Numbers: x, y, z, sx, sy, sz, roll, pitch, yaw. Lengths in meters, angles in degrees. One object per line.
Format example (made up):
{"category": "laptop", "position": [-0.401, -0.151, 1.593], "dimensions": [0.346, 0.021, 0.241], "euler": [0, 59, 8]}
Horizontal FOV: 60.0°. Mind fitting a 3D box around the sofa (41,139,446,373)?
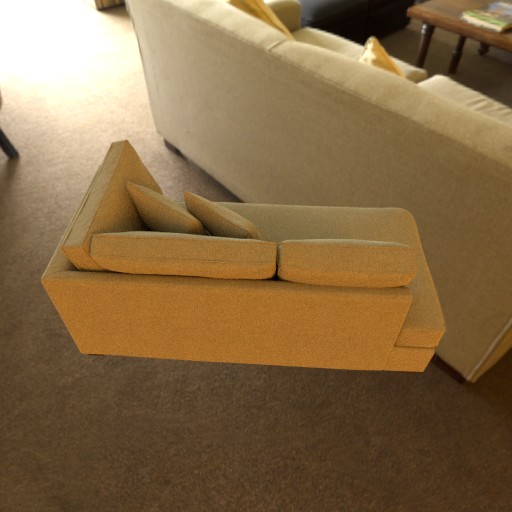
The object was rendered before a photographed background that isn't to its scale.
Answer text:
{"category": "sofa", "position": [0.000, 0.000, 2.890], "dimensions": [2.238, 1.019, 1.110], "euler": [3, 47, 2]}
